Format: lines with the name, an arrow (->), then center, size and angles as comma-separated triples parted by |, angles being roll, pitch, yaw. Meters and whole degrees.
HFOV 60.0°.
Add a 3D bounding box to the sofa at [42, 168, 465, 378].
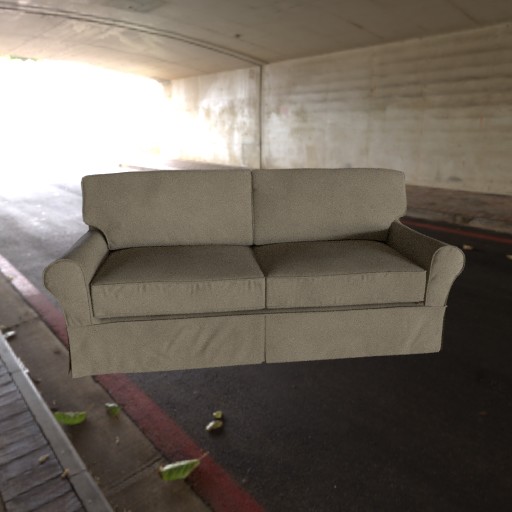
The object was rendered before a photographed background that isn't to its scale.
sofa -> 0.000, 0.000, 2.734 | 2.246, 1.014, 0.900 | -2, 16, -7
